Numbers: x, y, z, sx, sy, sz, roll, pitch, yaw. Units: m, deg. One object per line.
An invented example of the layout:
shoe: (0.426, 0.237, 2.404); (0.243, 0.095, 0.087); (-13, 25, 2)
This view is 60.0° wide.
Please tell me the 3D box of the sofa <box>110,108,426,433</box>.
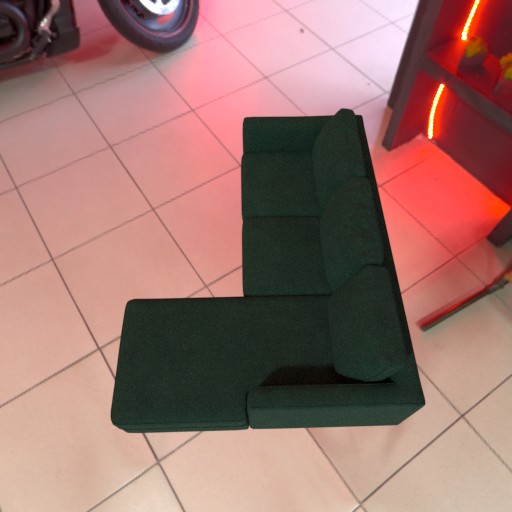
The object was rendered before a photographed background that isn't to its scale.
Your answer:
sofa: (0.000, 0.000, 2.828); (1.580, 0.899, 2.030); (-1, 59, -1)
